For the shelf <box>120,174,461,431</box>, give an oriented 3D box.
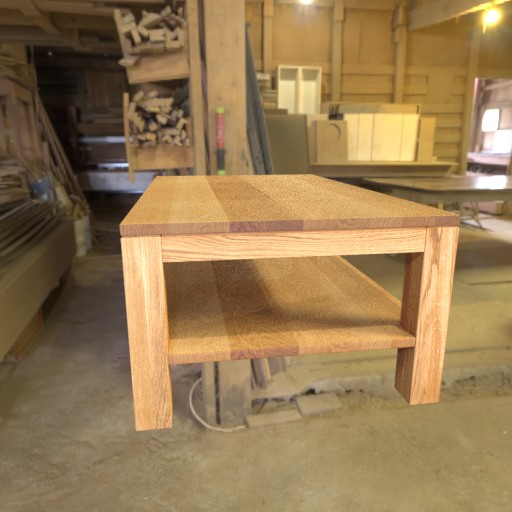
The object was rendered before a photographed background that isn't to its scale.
[{"bbox_3d":[0.000,0.000,1.493,0.700,0.450,1.150,-2,15,-9],"label":"shelf"}]
